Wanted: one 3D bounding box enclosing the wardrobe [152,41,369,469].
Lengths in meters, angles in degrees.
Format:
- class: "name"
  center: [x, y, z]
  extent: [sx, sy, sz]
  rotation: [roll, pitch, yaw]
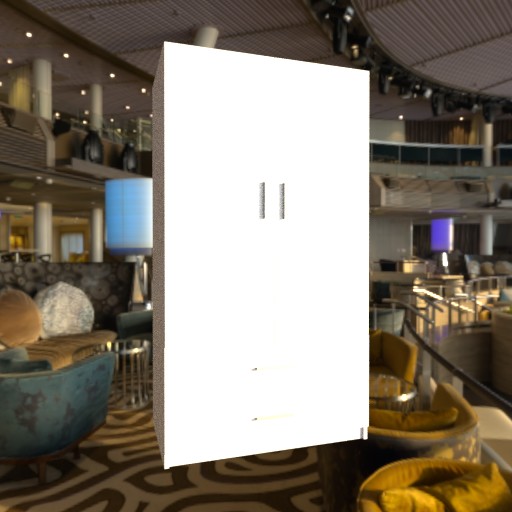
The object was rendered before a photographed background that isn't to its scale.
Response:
- class: "wardrobe"
  center: [0.000, 0.000, 2.278]
  extent: [0.991, 1.808, 0.577]
  rotation: [0, 1, -18]
